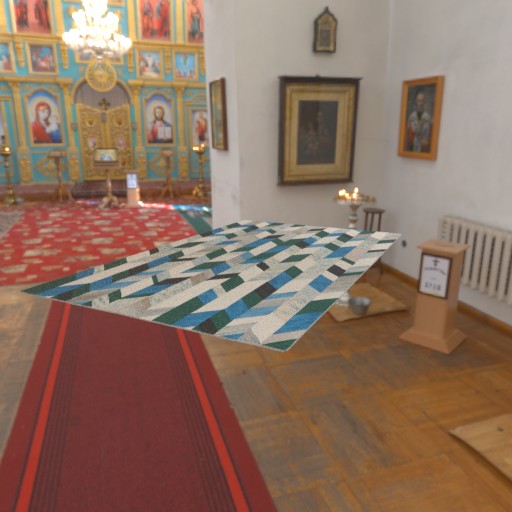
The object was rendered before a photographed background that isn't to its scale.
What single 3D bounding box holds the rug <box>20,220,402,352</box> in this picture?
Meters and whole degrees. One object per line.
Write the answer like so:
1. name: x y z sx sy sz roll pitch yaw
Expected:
1. rug: 0.000 0.000 3.000 1.507 0.007 2.433 7 16 26
